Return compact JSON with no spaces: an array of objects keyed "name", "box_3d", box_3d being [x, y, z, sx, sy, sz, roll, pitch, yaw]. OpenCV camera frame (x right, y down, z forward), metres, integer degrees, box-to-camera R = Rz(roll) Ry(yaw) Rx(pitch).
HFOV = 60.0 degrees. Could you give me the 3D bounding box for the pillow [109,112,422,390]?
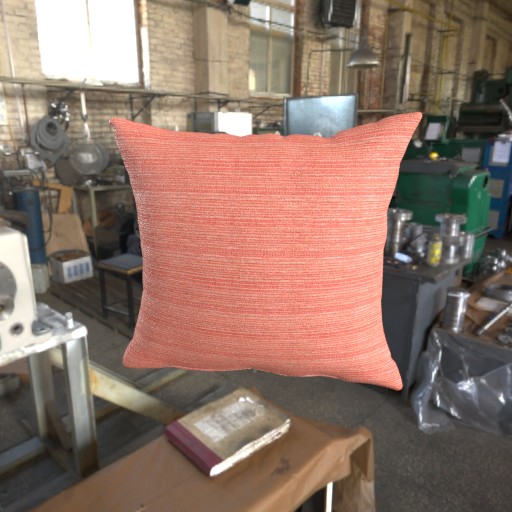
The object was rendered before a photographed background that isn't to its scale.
[{"name":"pillow","box_3d":[0.000,0.000,0.815,0.559,0.501,0.229,2,16,9]}]
